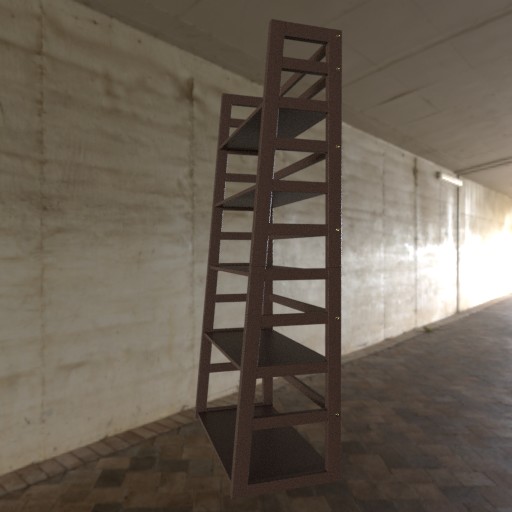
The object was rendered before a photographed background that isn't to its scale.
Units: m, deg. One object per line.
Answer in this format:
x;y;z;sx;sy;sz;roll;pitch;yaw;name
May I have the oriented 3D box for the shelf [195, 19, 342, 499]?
0.000;0.000;1.877;0.403;1.600;0.763;0;1;-17;shelf
